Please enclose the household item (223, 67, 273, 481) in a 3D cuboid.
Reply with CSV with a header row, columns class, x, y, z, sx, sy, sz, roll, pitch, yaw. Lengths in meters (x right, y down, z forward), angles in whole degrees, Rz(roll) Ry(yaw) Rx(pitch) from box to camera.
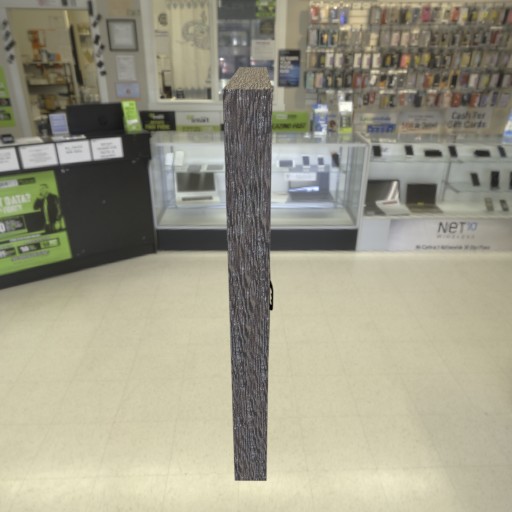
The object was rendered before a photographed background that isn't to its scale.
class,x,y,z,sx,sy,sz,roll,pitch,yaw
household item,0.000,0.000,0.238,0.020,0.180,0.133,0,26,0
